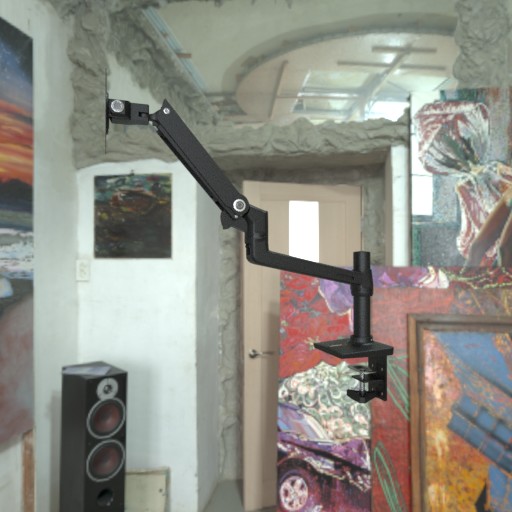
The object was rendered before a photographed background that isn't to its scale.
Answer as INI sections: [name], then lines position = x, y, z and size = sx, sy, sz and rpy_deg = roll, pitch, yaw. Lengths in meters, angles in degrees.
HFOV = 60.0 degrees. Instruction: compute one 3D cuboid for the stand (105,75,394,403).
[stand]
position = 0.000, 0.000, 1.007
size = 0.650, 0.713, 0.152
rpy_deg = 0, -1, -19
